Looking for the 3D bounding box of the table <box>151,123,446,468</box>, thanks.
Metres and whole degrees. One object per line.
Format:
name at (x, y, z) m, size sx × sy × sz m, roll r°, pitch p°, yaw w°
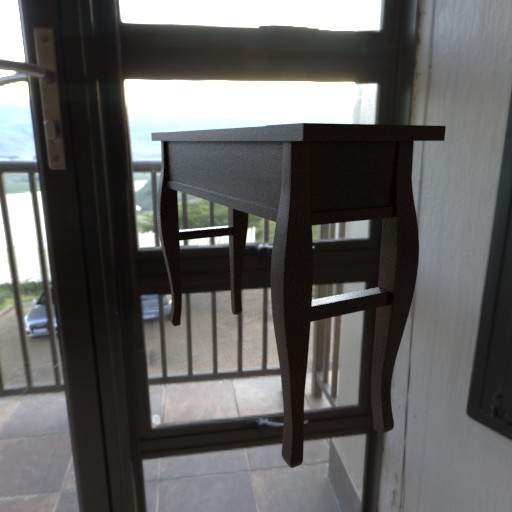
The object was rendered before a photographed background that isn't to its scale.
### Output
table at (0.000, 0.000, 1.407) m, size 0.373 × 0.768 × 1.062 m, roll -7°, pitch 16°, yaw -26°
